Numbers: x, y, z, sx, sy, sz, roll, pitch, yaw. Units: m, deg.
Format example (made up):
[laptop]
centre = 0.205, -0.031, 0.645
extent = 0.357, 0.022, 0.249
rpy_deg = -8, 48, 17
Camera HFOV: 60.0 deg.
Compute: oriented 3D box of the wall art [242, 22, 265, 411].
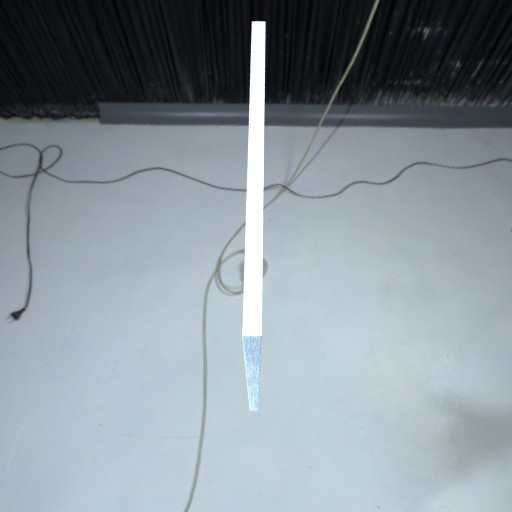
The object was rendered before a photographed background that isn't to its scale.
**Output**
[wall art]
centre = 0.000, 0.000, 0.834
extent = 0.020, 0.613, 0.481
rpy_deg = 1, 64, 0
